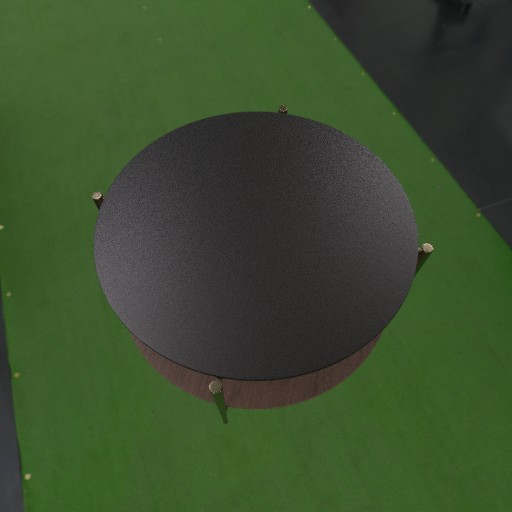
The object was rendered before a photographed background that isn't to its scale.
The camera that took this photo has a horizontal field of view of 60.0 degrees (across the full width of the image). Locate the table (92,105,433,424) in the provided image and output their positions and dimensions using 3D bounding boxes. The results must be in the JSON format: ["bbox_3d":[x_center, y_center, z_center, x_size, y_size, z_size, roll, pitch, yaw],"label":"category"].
[{"bbox_3d":[0.000,0.000,1.472,0.938,0.400,0.938,-16,60,-10],"label":"table"}]
